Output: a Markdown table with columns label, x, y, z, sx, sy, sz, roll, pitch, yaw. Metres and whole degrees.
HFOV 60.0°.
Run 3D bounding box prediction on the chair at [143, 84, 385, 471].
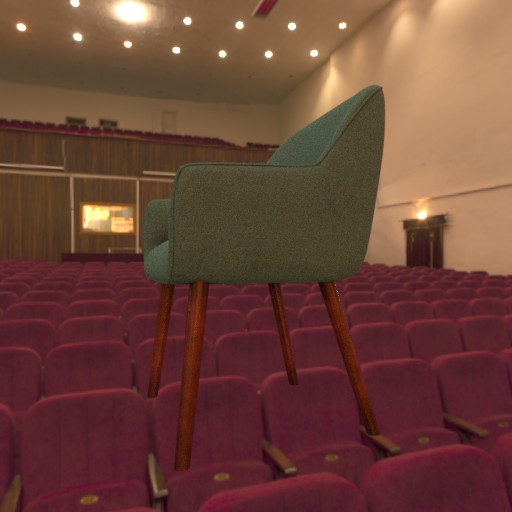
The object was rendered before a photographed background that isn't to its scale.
| label | x | y | z | sx | sy | sz | roll | pitch | yaw |
| --- | --- | --- | --- | --- | --- | --- | --- | --- | --- |
| chair | 0.000 | 0.000 | 1.137 | 0.519 | 0.803 | 0.543 | 0 | -1 | -20 |
